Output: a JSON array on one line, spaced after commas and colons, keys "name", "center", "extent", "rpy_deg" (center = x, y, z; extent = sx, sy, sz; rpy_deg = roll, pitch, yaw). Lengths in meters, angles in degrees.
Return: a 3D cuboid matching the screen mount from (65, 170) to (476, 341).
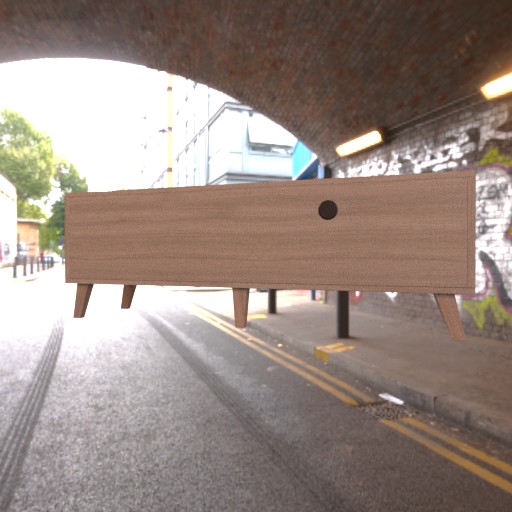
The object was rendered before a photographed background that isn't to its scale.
[{"name": "screen mount", "center": [0.000, 0.000, 1.732], "extent": [1.500, 0.509, 0.401], "rpy_deg": [0, 0, 19]}]
